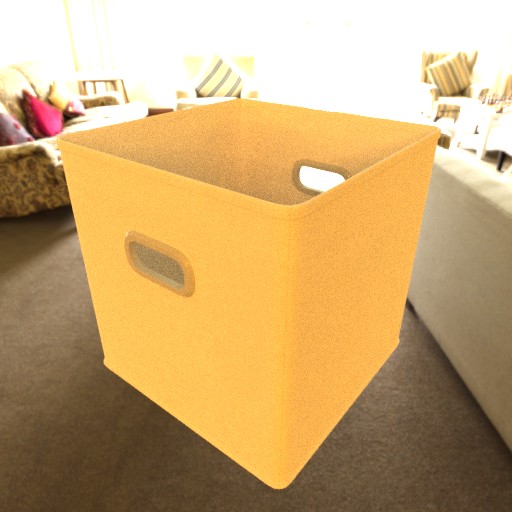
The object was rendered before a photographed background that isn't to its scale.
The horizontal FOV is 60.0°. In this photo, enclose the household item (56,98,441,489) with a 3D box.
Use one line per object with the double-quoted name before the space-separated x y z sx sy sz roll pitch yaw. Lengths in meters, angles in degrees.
"household item" 0.000 0.000 0.549 0.305 0.305 0.305 21 35 33
